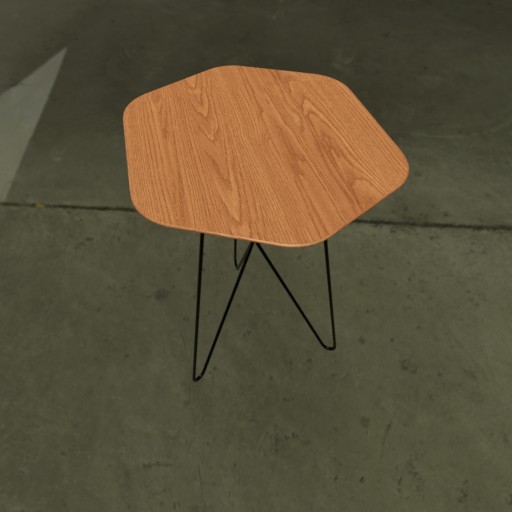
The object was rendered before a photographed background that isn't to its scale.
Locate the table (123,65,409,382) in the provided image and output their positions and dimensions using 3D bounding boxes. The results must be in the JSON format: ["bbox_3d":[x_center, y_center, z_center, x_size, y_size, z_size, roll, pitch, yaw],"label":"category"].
[{"bbox_3d":[0.000,0.000,0.899,0.400,0.562,0.500,-11,48,-10],"label":"table"}]
